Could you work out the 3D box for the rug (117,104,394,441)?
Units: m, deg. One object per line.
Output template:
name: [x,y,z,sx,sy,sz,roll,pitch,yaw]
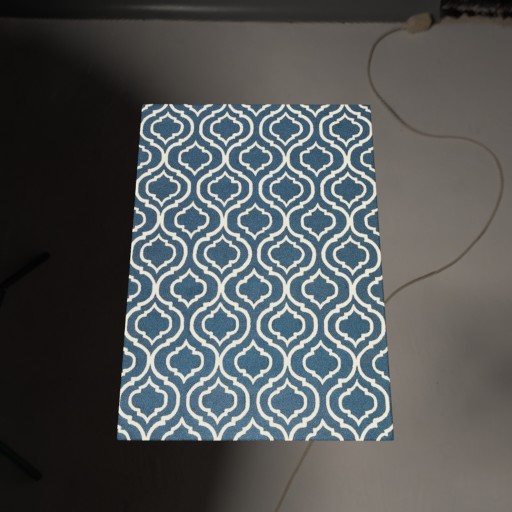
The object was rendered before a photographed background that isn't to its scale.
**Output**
rug: [0.000,0.000,4.323,2.438,0.010,3.353,0,75,0]
